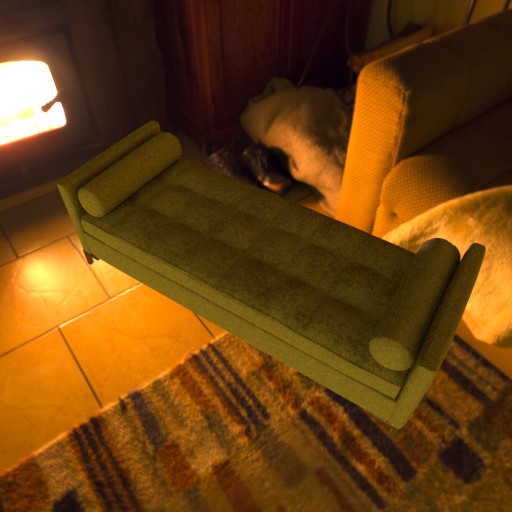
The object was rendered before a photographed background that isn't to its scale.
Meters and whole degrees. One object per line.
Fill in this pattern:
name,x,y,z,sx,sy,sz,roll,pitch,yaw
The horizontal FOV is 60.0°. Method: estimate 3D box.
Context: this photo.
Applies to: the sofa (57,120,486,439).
sofa,0.000,0.000,2.462,2.102,0.657,0.797,25,52,21
